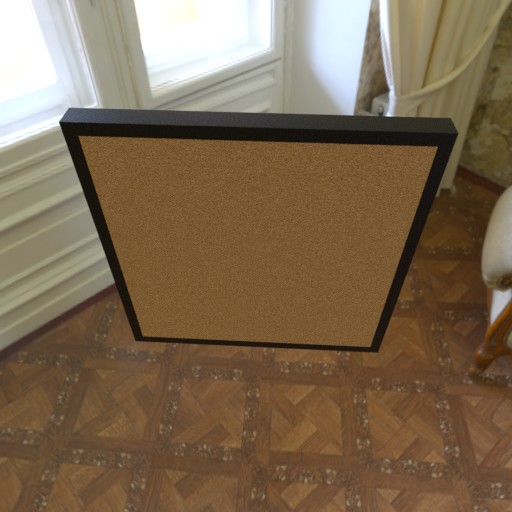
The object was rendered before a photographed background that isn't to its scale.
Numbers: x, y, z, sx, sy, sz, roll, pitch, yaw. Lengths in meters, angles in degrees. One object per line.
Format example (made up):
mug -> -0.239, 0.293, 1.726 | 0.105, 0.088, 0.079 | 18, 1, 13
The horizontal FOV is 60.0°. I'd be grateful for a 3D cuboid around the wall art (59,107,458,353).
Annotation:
wall art -> 0.000, 0.000, 0.758 | 0.508, 0.508, 0.038 | 2, 46, 2
